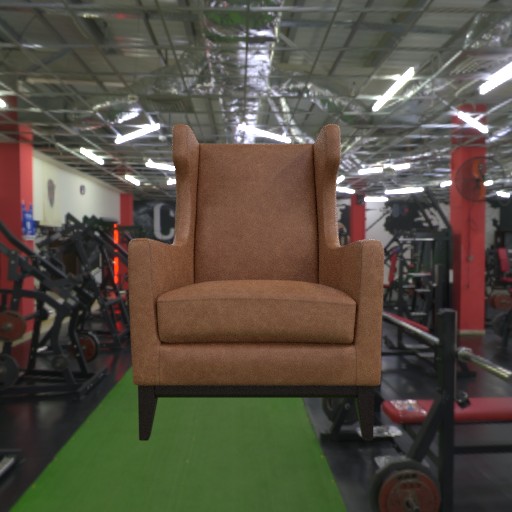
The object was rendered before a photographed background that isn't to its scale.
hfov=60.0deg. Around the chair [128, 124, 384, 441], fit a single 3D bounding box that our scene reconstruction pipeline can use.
[{"bbox_3d":[0.000,0.000,1.718,0.766,1.079,0.899,0,2,0],"label":"chair"}]
